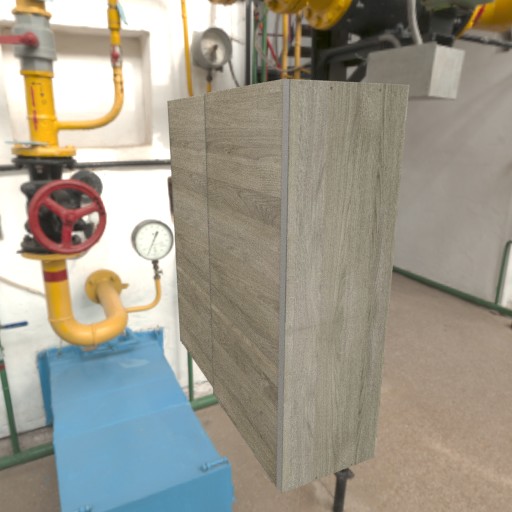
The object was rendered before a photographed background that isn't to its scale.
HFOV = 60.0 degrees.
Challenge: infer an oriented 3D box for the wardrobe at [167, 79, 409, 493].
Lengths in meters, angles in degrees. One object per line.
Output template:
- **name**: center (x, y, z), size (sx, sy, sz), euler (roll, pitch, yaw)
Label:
- **wardrobe**: center (0.000, 0.000, 2.849), size (0.629, 1.960, 1.780), euler (-8, 18, -25)
